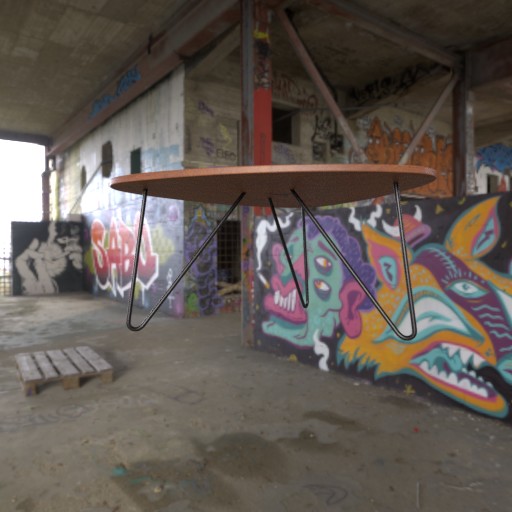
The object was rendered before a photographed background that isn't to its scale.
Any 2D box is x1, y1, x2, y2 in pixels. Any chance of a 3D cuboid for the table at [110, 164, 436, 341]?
[{"bbox_3d":[0.000,0.000,1.315,0.821,0.413,0.833,0,1,-16],"label":"table"}]
